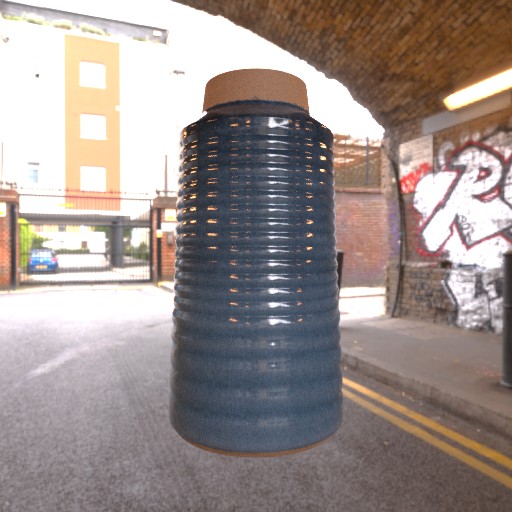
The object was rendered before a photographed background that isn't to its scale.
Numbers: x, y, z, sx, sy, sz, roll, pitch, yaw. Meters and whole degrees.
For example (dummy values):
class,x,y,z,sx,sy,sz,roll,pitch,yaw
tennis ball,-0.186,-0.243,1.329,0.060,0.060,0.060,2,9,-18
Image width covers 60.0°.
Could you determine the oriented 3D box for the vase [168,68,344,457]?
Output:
class,x,y,z,sx,sy,sz,roll,pitch,yaw
vase,0.000,0.000,0.419,0.163,0.316,0.163,0,0,0
